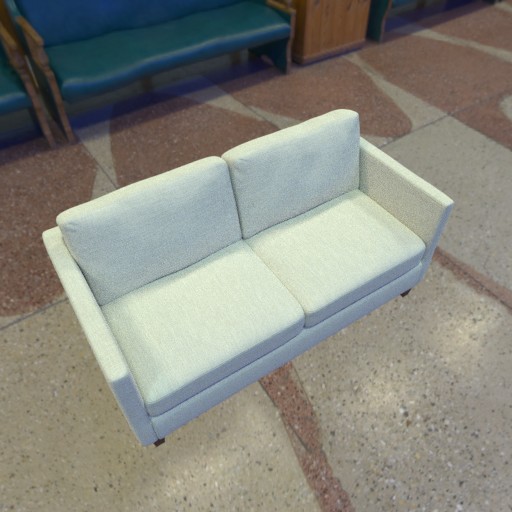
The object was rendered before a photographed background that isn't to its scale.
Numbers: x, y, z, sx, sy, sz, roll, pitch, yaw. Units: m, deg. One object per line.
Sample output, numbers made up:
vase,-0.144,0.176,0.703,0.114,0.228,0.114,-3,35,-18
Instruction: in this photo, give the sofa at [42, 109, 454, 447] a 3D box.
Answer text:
sofa,0.000,0.000,2.361,1.838,0.963,0.950,-26,52,-22
